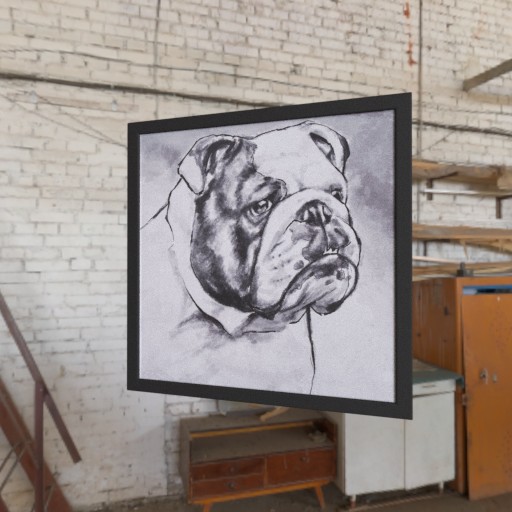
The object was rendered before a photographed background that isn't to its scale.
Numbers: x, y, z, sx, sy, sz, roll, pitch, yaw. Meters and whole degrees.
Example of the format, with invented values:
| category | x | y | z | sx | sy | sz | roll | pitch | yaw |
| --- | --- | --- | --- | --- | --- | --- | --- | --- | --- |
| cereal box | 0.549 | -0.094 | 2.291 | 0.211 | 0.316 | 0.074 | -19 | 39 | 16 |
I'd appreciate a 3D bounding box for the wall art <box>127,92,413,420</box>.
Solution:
| category | x | y | z | sx | sy | sz | roll | pitch | yaw |
| --- | --- | --- | --- | --- | --- | --- | --- | --- | --- |
| wall art | 0.000 | 0.000 | 0.845 | 0.562 | 0.558 | 0.012 | 0 | 0 | 18 |
